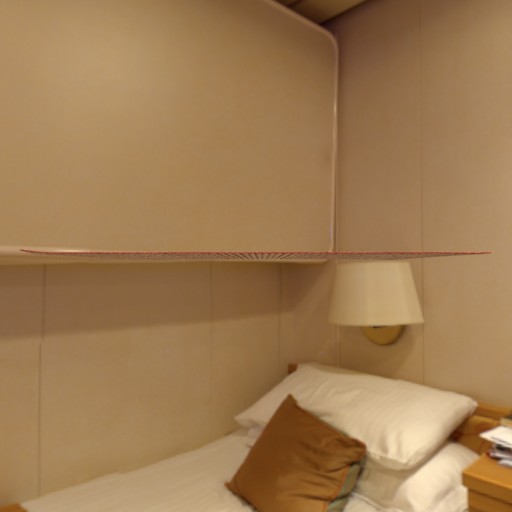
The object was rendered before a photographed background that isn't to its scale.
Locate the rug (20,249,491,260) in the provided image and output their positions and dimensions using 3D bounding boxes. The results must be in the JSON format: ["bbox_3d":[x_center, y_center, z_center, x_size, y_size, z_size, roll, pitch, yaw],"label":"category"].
[{"bbox_3d":[0.000,0.000,2.893,2.286,0.026,1.521,0,-2,1],"label":"rug"}]
